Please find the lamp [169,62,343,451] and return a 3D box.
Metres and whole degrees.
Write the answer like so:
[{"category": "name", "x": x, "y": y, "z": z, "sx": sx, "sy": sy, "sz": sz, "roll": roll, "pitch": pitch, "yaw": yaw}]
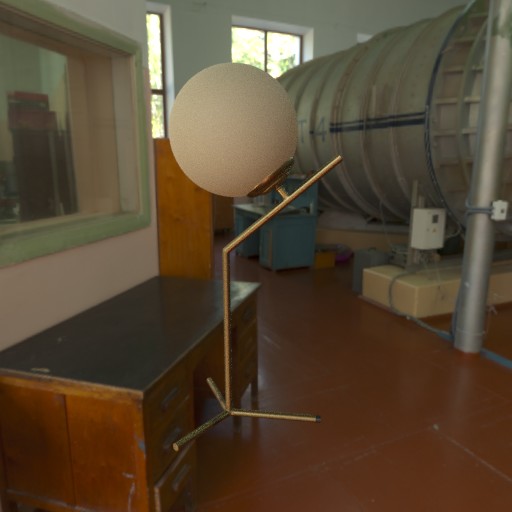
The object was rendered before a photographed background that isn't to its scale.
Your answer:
[{"category": "lamp", "x": 0.000, "y": 0.000, "z": 0.679, "sx": 0.251, "sy": 0.552, "sz": 0.210, "roll": 2, "pitch": 13, "yaw": 8}]
